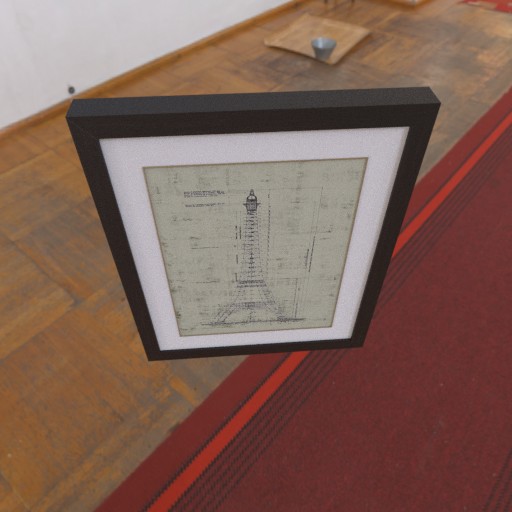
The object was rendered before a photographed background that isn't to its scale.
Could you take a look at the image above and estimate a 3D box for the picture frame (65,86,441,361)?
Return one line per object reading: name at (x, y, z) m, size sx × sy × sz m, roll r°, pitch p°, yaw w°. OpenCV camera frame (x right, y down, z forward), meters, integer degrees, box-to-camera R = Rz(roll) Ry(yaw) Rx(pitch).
picture frame at (0.000, 0.000, 0.748) m, size 0.452 × 0.555 × 0.044 m, roll -3°, pitch 47°, yaw -3°
